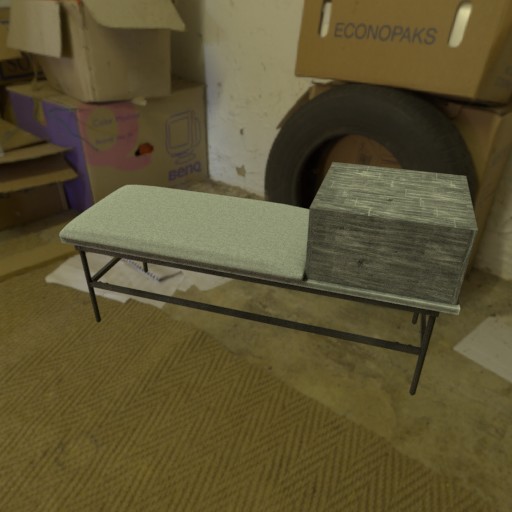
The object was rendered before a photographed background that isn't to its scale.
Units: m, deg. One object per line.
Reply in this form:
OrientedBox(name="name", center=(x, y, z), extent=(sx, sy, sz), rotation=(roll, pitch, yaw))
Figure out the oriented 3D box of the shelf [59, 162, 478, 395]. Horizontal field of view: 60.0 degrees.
OrientedBox(name="shelf", center=(0.000, 0.000, 1.632), extent=(1.342, 0.633, 0.457), rotation=(10, 33, 15))
